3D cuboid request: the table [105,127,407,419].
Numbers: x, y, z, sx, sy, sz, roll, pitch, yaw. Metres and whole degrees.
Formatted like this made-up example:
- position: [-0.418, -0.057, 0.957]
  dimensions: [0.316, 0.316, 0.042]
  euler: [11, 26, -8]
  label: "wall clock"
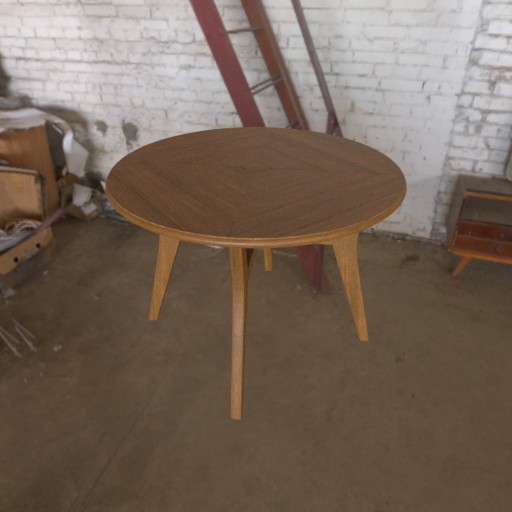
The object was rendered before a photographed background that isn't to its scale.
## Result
- position: [0.000, 0.000, 1.805]
  dimensions: [1.055, 0.757, 1.055]
  euler: [0, 32, 0]
  label: "table"
